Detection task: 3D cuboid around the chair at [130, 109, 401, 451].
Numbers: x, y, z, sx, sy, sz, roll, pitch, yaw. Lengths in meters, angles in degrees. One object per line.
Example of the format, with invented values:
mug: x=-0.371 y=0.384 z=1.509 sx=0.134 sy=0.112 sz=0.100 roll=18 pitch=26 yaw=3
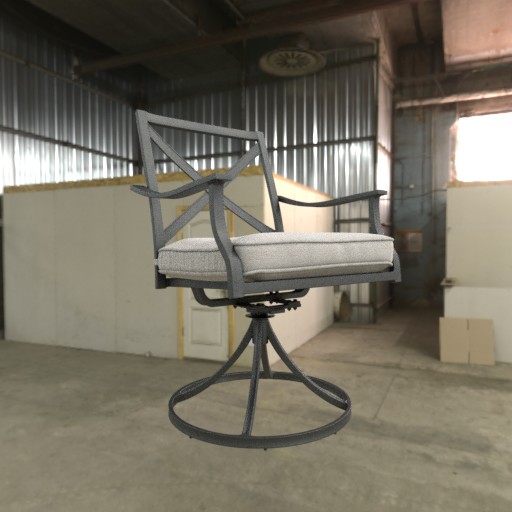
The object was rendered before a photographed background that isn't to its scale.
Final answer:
chair: x=0.000 y=0.000 z=1.292 sx=0.575 sy=0.889 sz=0.620 roll=-2 pitch=3 yaw=-37
